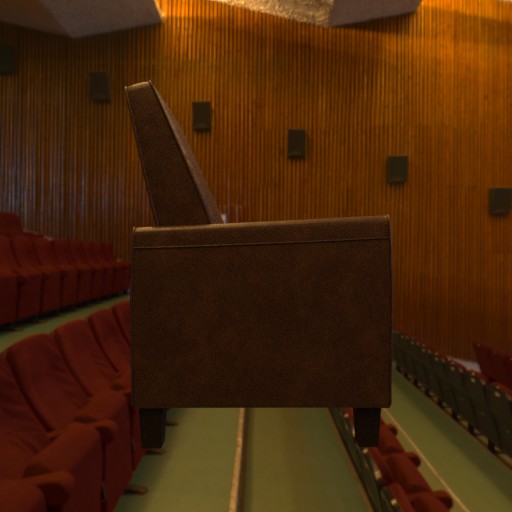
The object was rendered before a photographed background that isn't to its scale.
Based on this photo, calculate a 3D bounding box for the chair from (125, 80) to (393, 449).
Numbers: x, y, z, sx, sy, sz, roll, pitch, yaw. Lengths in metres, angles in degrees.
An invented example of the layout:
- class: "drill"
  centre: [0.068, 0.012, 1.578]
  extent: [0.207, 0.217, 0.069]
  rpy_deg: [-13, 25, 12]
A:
- class: "chair"
  centre: [0.000, 0.000, 1.495]
  extent: [0.746, 1.013, 0.705]
  rpy_deg: [0, 0, 0]
